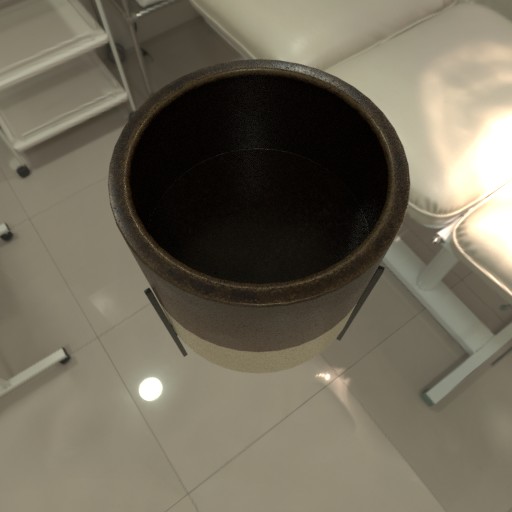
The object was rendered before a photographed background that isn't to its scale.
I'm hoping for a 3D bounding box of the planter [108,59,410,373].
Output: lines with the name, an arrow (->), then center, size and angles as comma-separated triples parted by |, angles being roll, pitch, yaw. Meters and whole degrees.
planter -> 0.000, 0.000, 0.709 | 0.354, 0.465, 0.345 | -33, 68, -15
